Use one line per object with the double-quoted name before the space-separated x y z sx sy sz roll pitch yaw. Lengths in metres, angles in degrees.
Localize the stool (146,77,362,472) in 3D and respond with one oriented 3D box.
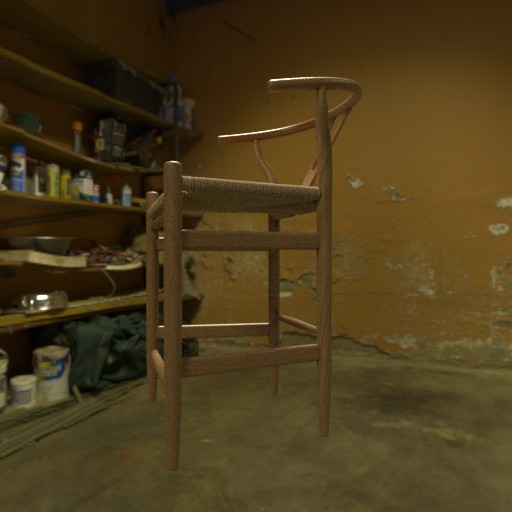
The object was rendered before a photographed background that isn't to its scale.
"stool" 0.000 0.000 1.270 0.575 0.923 0.536 0 0 -18
